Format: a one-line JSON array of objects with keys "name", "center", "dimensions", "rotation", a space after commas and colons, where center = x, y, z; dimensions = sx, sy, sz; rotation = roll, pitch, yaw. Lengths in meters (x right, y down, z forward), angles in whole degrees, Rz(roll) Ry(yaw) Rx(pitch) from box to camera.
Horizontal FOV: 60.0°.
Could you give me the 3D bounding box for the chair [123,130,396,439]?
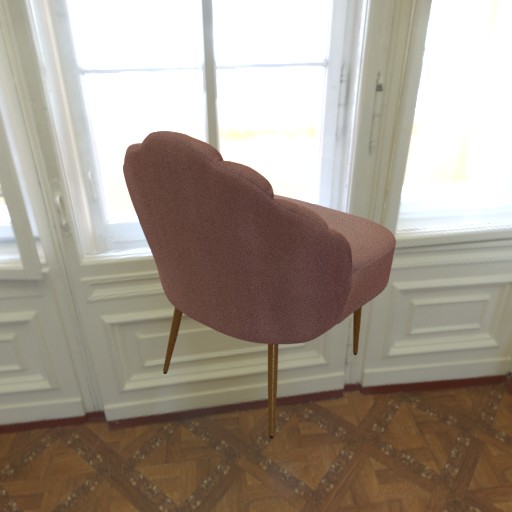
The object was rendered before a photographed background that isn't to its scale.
[{"name": "chair", "center": [0.000, 0.000, 1.283], "dimensions": [0.657, 0.819, 0.599], "rotation": [20, 35, 31]}]
